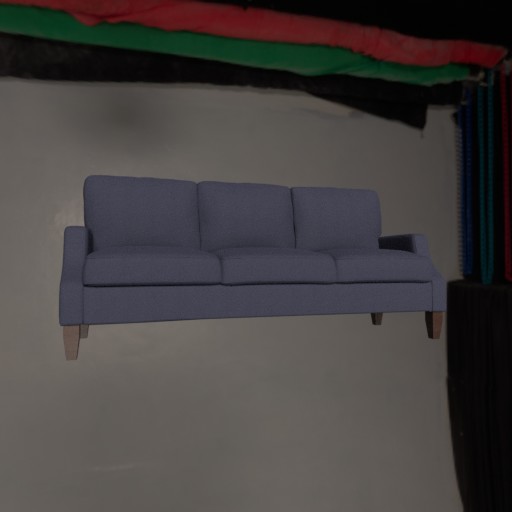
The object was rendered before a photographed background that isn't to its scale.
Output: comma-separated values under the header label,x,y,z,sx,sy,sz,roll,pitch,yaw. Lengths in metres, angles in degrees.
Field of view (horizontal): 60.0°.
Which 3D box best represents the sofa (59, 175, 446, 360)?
label,x,y,z,sx,sy,sz,roll,pitch,yaw
sofa,0.000,0.000,2.704,2.115,0.984,0.888,0,-1,-17
